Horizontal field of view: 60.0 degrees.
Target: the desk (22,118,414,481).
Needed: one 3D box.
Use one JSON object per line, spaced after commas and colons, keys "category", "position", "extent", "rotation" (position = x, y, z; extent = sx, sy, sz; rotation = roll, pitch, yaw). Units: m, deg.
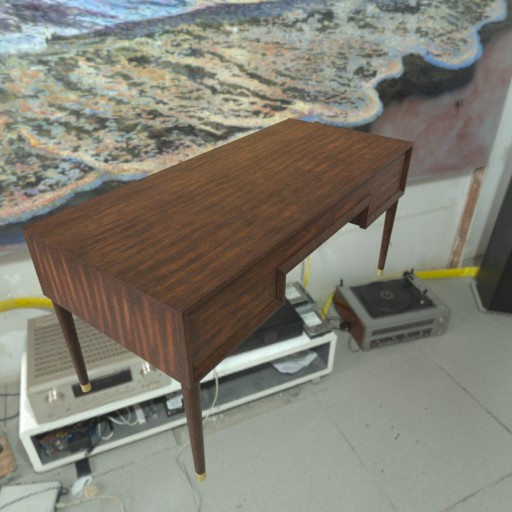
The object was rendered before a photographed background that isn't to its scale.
{"category": "desk", "position": [0.000, 0.000, 1.977], "extent": [0.724, 0.762, 1.575], "rotation": [22, 38, 30]}
